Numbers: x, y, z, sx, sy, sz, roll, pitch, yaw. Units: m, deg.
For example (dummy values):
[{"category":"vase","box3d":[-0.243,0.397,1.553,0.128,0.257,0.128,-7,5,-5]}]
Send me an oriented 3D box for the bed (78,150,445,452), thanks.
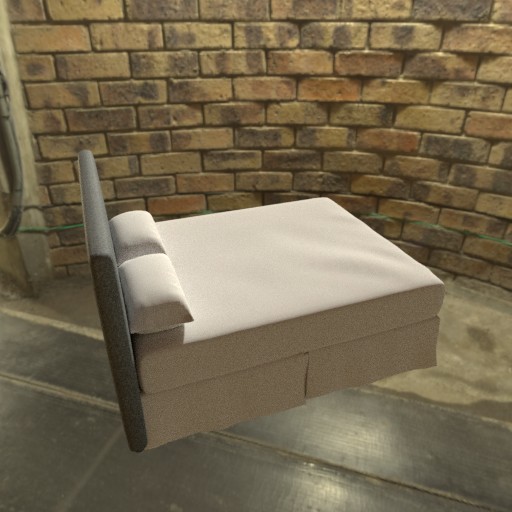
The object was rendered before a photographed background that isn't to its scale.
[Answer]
[{"category":"bed","box3d":[0.000,0.000,3.147,2.142,1.330,1.723,-11,31,-18]}]
